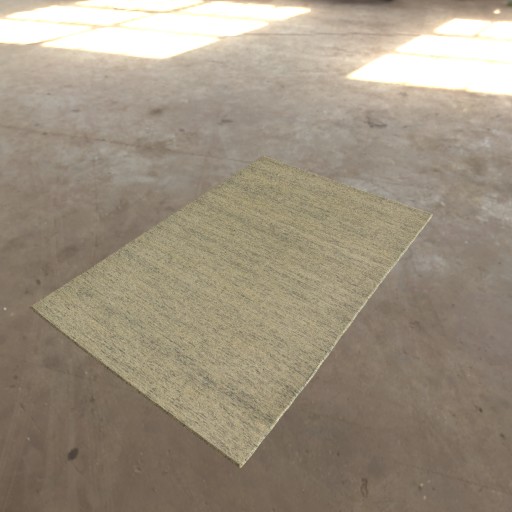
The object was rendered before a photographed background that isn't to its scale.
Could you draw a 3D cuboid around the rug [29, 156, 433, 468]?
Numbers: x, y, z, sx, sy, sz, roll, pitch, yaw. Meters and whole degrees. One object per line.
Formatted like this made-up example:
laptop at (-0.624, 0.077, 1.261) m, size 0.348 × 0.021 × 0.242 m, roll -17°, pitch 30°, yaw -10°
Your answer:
rug at (0.000, 0.000, 2.320) m, size 1.243 × 0.014 × 1.846 m, roll 25°, pitch 46°, yaw 27°
